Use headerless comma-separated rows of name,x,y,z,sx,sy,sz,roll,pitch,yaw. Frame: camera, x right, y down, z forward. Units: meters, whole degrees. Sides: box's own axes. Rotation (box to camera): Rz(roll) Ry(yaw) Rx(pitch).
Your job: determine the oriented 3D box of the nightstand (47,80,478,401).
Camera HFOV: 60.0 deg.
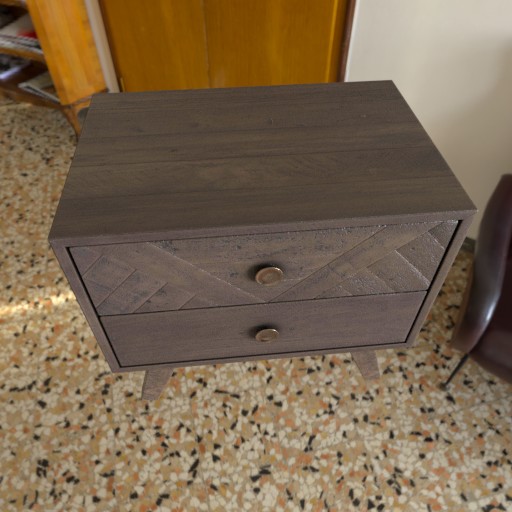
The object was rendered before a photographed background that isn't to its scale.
nightstand,0.000,0.000,1.027,0.650,0.599,0.450,-4,47,-4
